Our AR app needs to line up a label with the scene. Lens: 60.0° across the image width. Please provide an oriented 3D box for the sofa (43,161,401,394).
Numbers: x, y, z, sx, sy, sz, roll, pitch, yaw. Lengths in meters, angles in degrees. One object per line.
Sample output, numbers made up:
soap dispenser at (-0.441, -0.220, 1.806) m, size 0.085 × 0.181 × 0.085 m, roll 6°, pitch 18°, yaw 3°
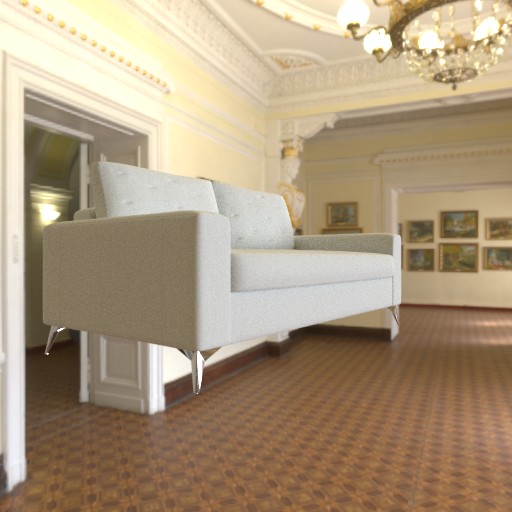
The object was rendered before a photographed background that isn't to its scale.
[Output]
sofa at (0.000, 0.000, 2.151) m, size 0.920 × 0.790 × 1.650 m, roll 0°, pitch 0°, yaw 38°
